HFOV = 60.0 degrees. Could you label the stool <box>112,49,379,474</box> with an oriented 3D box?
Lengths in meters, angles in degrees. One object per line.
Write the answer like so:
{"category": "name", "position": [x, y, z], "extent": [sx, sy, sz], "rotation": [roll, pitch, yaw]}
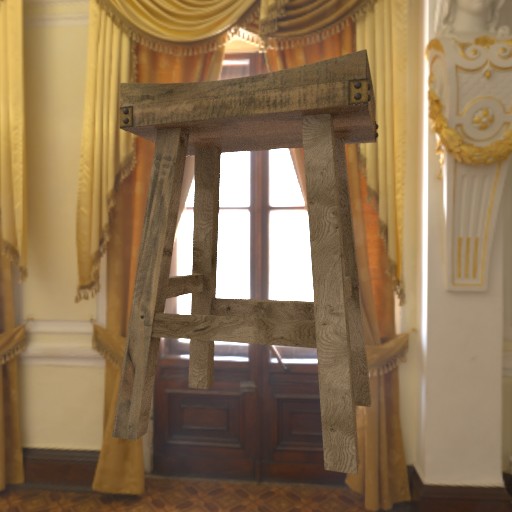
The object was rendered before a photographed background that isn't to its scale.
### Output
{"category": "stool", "position": [0.000, 0.000, 0.867], "extent": [0.450, 0.635, 0.330], "rotation": [0, 1, 18]}
